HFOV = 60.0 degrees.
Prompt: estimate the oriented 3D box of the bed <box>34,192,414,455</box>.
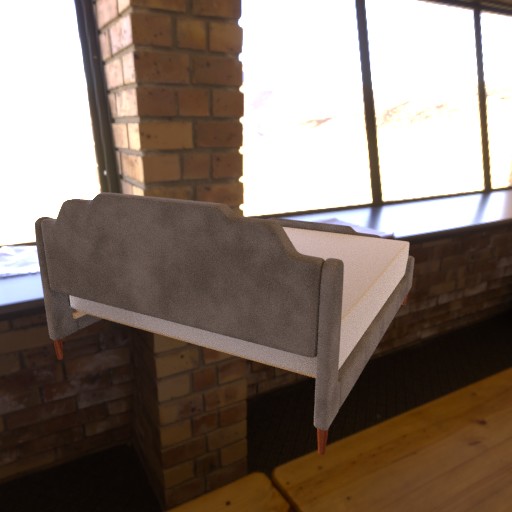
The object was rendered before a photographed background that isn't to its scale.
[{"bbox_3d":[0.000,0.000,3.523,2.074,1.245,2.340,9,19,27],"label":"bed"}]
